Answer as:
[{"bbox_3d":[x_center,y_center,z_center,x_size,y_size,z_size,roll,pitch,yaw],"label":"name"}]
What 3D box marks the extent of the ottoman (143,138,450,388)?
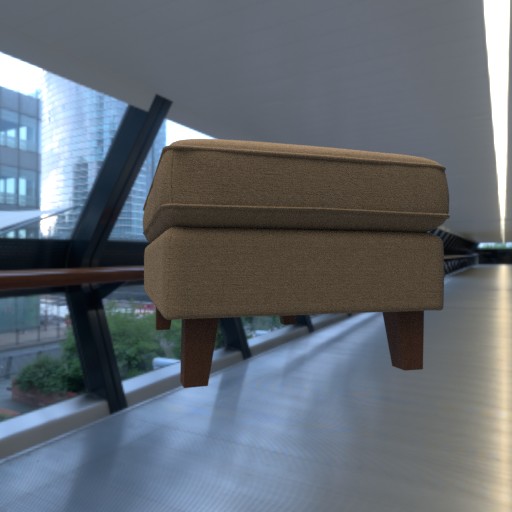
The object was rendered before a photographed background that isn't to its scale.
[{"bbox_3d":[0.000,0.000,1.321,0.636,0.521,0.945,0,-1,-16],"label":"ottoman"}]
